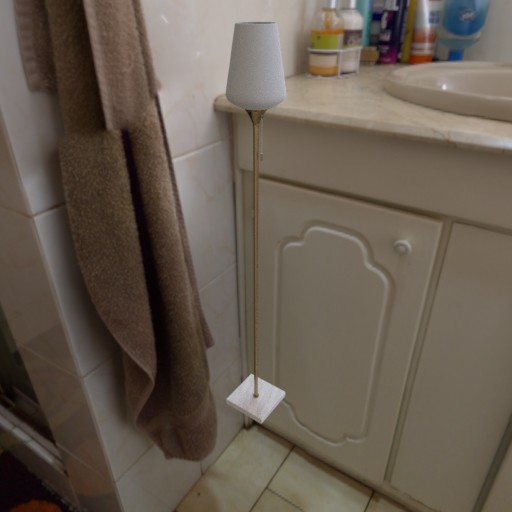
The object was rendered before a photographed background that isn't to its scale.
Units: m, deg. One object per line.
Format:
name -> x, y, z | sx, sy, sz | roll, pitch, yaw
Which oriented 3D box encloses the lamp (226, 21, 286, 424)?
lamp -> 0.000, 0.000, 1.945 | 0.232, 1.813, 0.229 | 20, 36, 30
